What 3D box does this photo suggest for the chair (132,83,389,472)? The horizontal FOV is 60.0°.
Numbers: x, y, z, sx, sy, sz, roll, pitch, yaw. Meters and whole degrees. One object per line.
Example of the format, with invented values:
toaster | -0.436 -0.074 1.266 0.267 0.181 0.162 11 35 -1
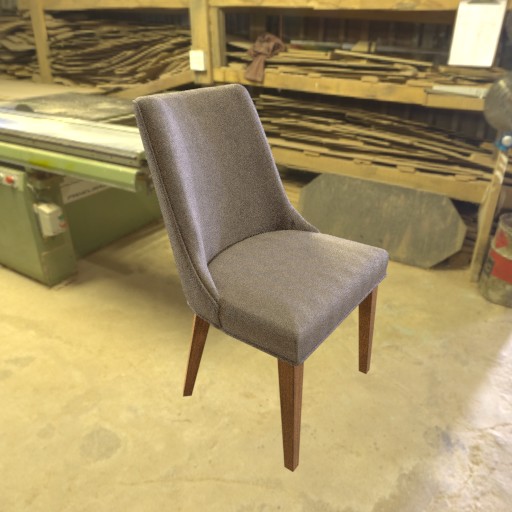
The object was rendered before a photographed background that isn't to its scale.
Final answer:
chair | 0.000 0.000 1.332 0.636 0.916 0.548 18 32 32
